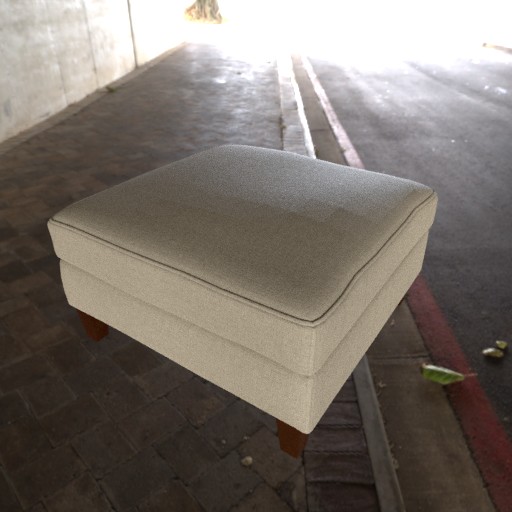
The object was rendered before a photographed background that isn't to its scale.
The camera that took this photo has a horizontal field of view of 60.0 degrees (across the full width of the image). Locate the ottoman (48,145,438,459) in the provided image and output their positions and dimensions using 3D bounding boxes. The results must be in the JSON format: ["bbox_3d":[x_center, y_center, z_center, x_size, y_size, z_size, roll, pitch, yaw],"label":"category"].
[{"bbox_3d":[0.000,0.000,1.371,0.838,0.478,0.838,19,36,29],"label":"ottoman"}]
